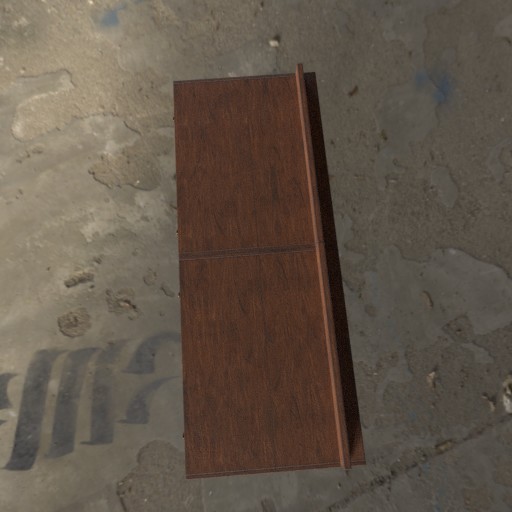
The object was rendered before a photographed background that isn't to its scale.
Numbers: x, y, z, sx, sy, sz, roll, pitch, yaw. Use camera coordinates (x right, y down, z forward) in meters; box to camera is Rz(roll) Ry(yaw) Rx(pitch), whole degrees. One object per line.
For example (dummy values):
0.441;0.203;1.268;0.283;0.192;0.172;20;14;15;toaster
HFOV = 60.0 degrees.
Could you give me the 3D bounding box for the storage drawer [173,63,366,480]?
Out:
0.000;0.000;2.172;0.774;0.339;1.914;-4;75;-1;storage drawer
